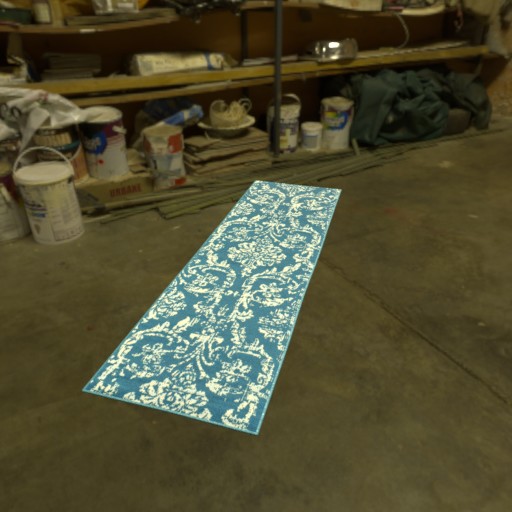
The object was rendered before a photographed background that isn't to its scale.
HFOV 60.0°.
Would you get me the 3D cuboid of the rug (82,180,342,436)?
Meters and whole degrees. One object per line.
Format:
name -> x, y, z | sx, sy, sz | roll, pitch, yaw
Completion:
rug -> 0.000, 0.000, 2.420 | 0.662, 0.011, 2.196 | 9, 31, 14
